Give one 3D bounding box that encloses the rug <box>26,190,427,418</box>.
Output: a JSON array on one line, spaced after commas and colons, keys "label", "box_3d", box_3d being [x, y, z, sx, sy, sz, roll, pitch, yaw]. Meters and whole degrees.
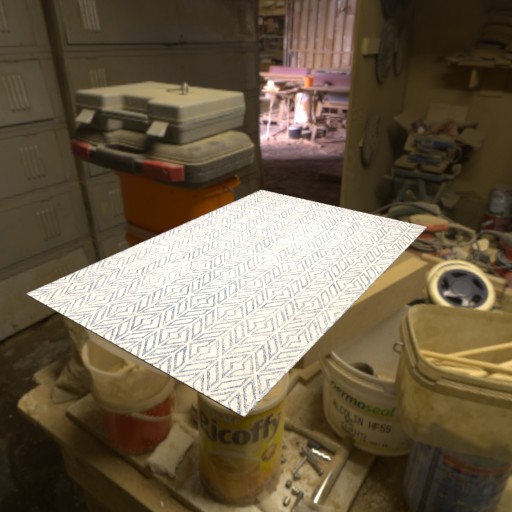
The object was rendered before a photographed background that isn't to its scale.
[{"label": "rug", "box_3d": [0.000, 0.000, 2.325, 1.220, 0.008, 1.824, 18, 32, 31]}]
